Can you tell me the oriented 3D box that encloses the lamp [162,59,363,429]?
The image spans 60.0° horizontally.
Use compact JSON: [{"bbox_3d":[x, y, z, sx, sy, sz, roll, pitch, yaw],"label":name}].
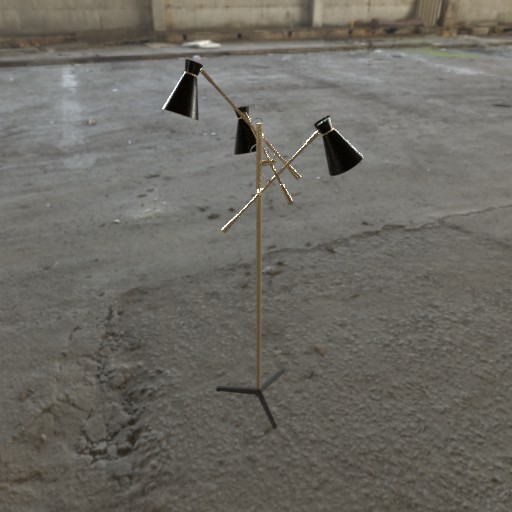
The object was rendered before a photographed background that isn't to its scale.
[{"bbox_3d":[0.000,0.000,2.210,0.750,1.804,0.653,-11,32,-18],"label":"lamp"}]
